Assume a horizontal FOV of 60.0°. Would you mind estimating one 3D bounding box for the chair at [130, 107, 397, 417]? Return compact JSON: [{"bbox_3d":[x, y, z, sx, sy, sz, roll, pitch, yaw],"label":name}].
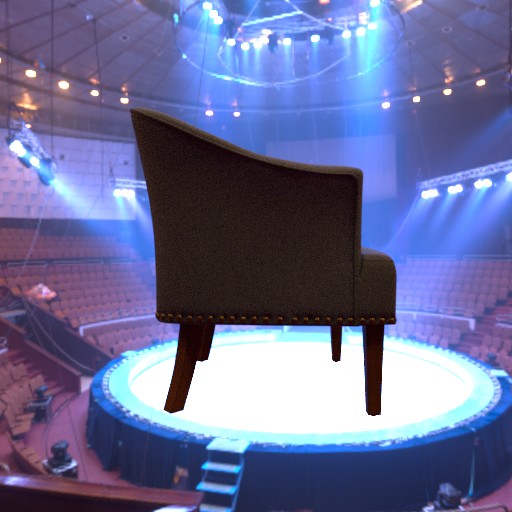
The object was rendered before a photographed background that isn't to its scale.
[{"bbox_3d":[0.000,0.000,1.428,0.704,0.815,0.798,0,0,1],"label":"chair"}]
